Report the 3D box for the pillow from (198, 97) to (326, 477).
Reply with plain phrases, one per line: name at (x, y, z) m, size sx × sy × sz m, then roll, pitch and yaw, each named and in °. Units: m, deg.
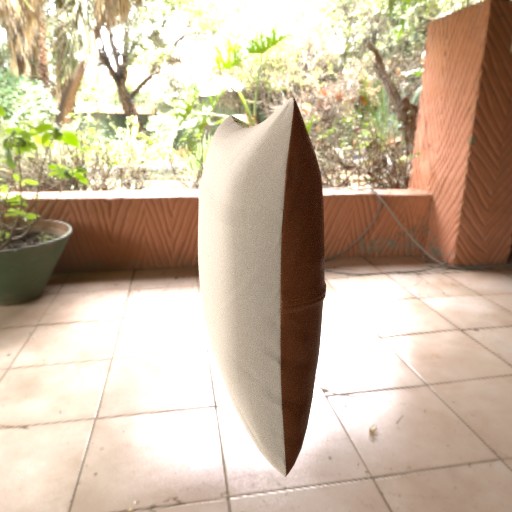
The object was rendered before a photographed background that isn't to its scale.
pillow at (0.000, 0.000, 0.756) m, size 0.192 × 0.477 × 0.501 m, roll -3°, pitch 16°, yaw -10°
